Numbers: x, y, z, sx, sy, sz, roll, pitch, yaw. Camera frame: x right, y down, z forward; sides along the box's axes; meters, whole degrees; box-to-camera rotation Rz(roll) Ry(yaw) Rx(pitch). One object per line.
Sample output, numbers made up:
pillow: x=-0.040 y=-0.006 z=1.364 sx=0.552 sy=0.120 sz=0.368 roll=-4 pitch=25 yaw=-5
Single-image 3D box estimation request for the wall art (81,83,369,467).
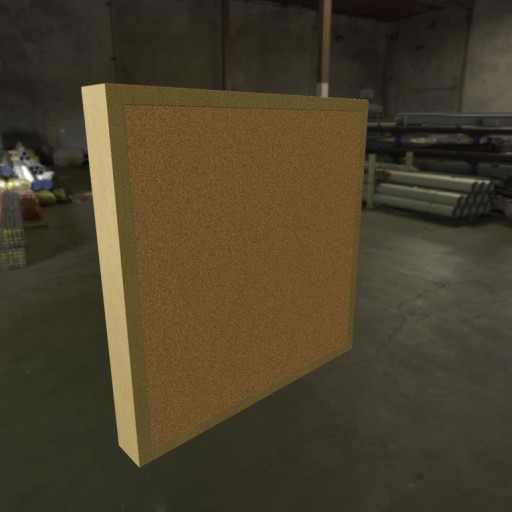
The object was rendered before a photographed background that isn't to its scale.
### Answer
wall art: x=0.000 y=0.000 z=0.445 sx=0.305 sy=0.305 sz=0.038 roll=-15 pitch=22 yaw=-41
